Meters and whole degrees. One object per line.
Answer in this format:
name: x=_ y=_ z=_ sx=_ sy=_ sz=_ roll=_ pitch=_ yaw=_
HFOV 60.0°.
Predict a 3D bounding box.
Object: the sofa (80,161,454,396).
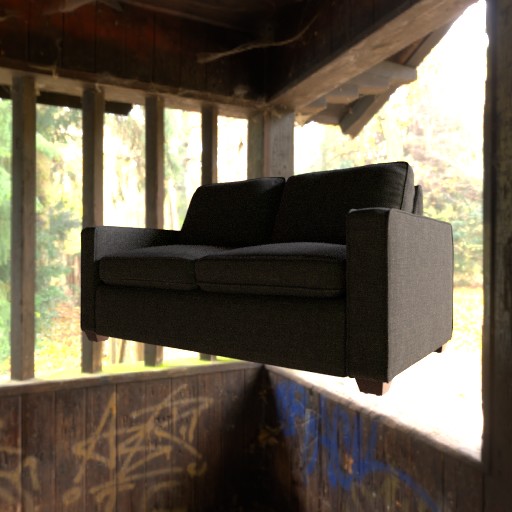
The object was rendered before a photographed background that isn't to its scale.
sofa: x=0.000 y=0.000 z=2.256 sx=1.709 sy=0.918 sz=0.947 roll=0 pitch=0 yaw=36
